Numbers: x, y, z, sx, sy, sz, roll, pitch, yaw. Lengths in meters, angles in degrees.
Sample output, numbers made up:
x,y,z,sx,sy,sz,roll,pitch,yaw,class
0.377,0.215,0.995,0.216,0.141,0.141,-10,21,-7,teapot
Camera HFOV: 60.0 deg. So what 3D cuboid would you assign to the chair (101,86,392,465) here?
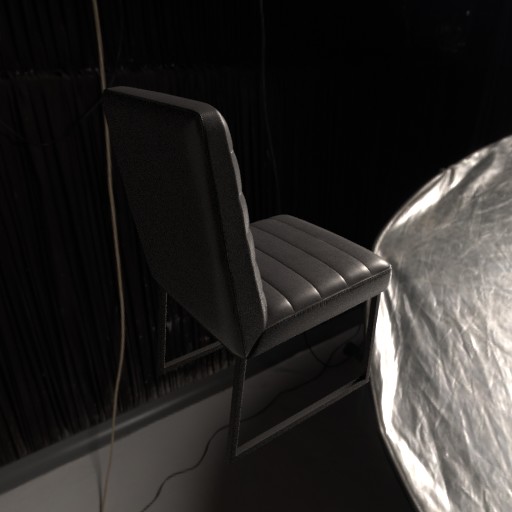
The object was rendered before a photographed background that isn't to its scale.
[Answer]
x,y,z,sx,sy,sz,roll,pitch,yaw,class
0.000,0.000,1.296,0.634,0.930,0.520,-18,31,-32,chair
